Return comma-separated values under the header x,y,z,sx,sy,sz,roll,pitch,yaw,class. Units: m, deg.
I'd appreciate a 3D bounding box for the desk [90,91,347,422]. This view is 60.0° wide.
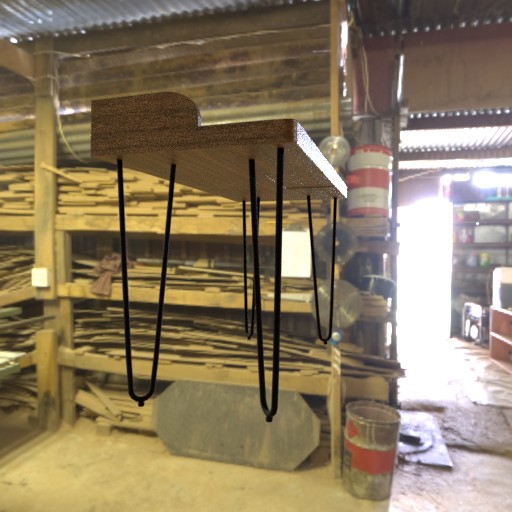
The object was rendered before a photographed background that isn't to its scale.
x,y,z,sx,sy,sz,roll,pitch,yaw,class
0.000,0.000,1.691,0.565,0.854,1.200,0,1,17,desk
